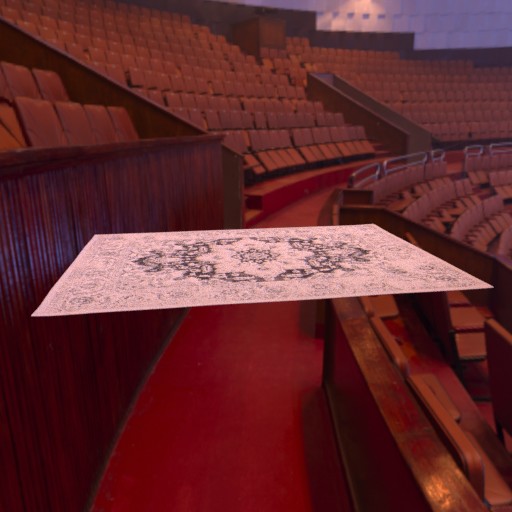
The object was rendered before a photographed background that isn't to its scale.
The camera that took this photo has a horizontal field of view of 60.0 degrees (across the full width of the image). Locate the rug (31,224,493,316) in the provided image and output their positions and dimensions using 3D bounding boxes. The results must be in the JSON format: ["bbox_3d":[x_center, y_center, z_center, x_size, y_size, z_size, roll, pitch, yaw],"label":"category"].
[{"bbox_3d":[0.000,0.000,2.277,1.813,0.008,1.223,-3,17,-9],"label":"rug"}]
